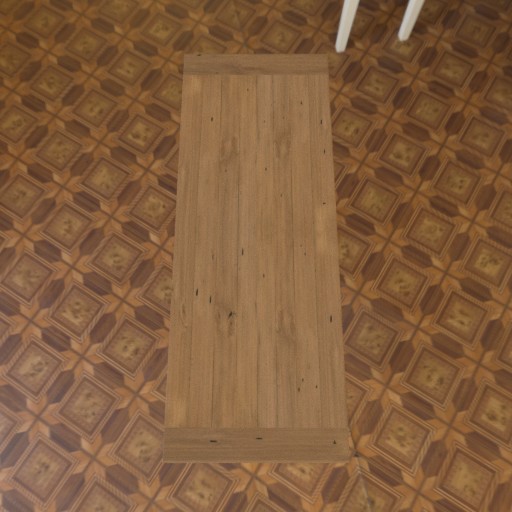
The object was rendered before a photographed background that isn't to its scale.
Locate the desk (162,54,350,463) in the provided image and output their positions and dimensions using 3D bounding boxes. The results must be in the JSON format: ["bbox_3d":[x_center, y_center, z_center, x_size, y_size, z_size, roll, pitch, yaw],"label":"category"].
[{"bbox_3d":[0.000,0.000,2.245,0.688,0.762,1.803,0,74,0],"label":"desk"}]
